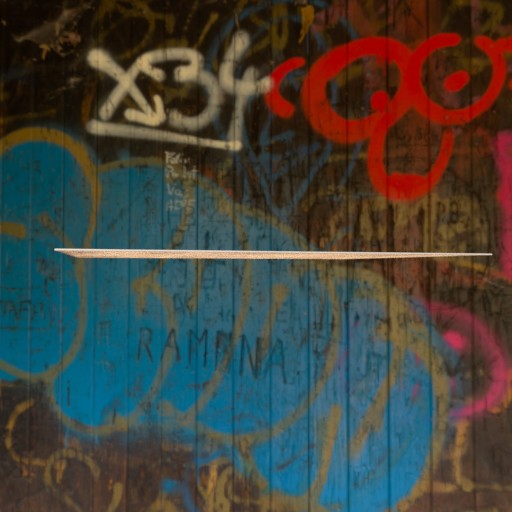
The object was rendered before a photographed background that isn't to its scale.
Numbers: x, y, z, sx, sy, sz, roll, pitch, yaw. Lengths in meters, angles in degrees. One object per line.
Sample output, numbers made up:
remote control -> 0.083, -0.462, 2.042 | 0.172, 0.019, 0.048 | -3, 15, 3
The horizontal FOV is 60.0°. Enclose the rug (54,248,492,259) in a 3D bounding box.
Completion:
rug -> 0.000, 0.000, 4.245 | 3.307, 0.013, 2.393 | 0, -1, -19
